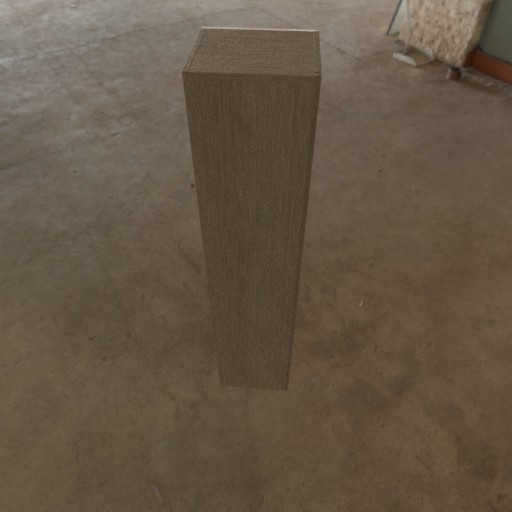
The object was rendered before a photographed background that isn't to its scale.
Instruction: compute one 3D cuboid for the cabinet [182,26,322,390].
[{"bbox_3d":[0.000,0.000,1.544,0.300,1.400,0.270,3,46,3],"label":"cabinet"}]
